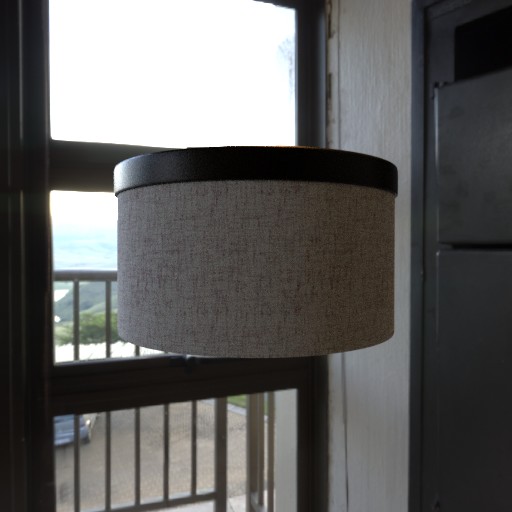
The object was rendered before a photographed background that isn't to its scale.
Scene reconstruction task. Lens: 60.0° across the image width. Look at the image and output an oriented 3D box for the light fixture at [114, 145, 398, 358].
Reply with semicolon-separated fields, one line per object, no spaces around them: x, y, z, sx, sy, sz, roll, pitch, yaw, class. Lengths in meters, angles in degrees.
0.000;0.000;0.639;0.389;0.229;0.389;0;1;0;light fixture
